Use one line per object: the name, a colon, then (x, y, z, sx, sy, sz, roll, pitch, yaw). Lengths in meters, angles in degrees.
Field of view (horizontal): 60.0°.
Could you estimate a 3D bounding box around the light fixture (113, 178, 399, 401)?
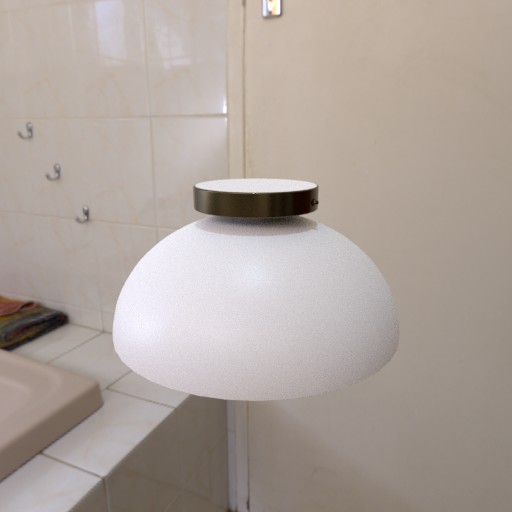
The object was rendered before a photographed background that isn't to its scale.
light fixture: (0.000, 0.000, 0.552, 0.355, 0.177, 0.355, 0, 16, 0)
